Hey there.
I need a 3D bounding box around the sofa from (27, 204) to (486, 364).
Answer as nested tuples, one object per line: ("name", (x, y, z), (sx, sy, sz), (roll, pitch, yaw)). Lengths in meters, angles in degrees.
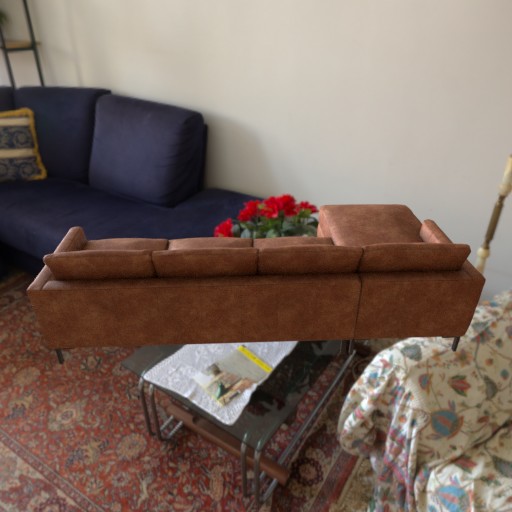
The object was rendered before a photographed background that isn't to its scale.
("sofa", (0.000, 0.000, 3.592), (2.993, 0.859, 1.471), (-1, 31, -2))
